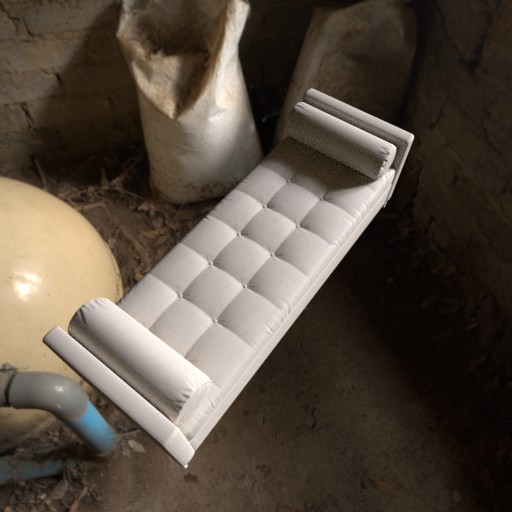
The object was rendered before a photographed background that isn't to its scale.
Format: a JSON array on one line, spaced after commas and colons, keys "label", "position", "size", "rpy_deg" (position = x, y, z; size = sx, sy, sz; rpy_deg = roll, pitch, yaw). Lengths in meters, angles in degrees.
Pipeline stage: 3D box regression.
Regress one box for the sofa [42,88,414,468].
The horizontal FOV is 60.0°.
[{"label": "sofa", "position": [0.000, 0.000, 2.340], "size": [0.686, 0.635, 1.981], "rpy_deg": [32, 63, 19]}]
